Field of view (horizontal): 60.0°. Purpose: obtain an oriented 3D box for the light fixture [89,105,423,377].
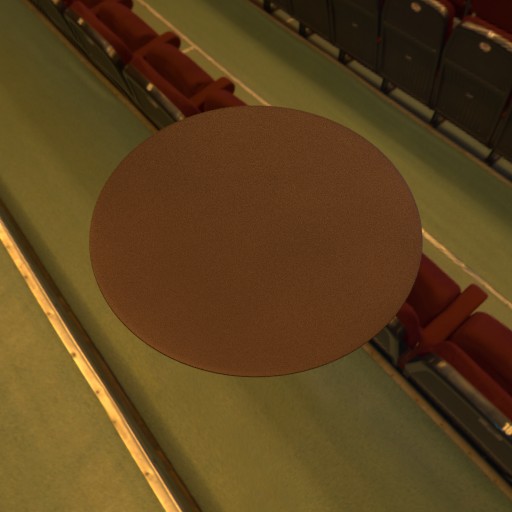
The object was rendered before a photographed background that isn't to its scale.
[{"bbox_3d":[0.000,0.000,0.435,0.280,0.135,0.280,0,58,0],"label":"light fixture"}]
